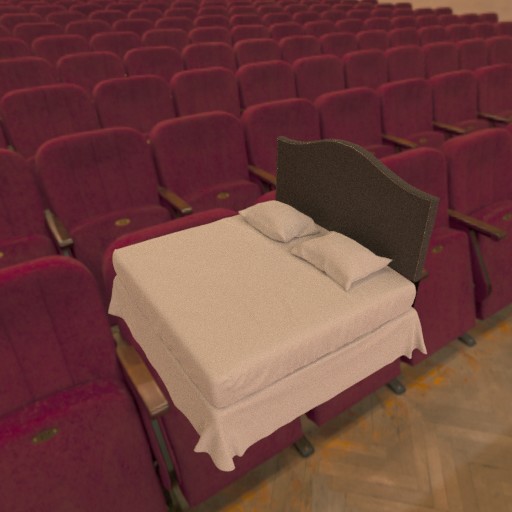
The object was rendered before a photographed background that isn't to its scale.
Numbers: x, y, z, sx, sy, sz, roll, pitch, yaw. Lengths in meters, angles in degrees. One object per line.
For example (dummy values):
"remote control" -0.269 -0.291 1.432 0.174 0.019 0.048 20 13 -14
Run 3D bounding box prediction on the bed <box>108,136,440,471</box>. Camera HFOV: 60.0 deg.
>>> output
"bed" 0.000 0.000 3.845 2.219 1.651 2.314 -19 36 -29
